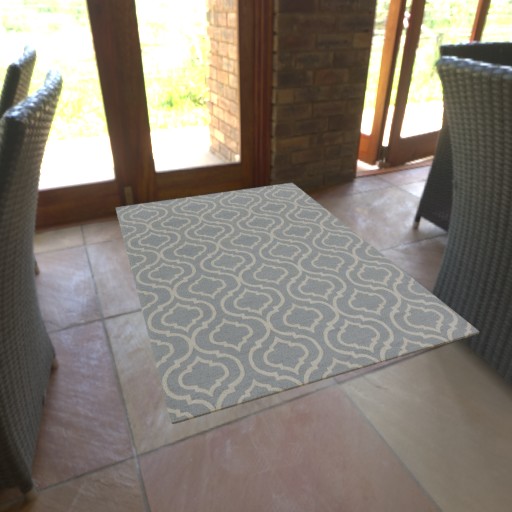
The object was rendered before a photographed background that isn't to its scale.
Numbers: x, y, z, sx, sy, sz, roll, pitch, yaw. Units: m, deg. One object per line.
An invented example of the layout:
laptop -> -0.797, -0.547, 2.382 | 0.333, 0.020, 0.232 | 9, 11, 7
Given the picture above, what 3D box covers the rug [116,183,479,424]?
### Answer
rug -> 0.000, 0.000, 2.686 | 1.451, 0.010, 2.080 | -11, 32, -18
